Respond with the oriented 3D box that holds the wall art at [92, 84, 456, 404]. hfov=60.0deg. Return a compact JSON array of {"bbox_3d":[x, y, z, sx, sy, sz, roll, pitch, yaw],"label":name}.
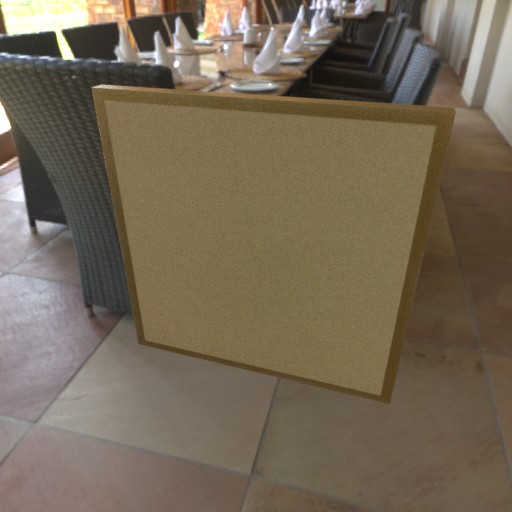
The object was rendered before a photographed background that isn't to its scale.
[{"bbox_3d":[0.000,0.000,1.102,0.762,0.760,0.037,9,32,15],"label":"wall art"}]
